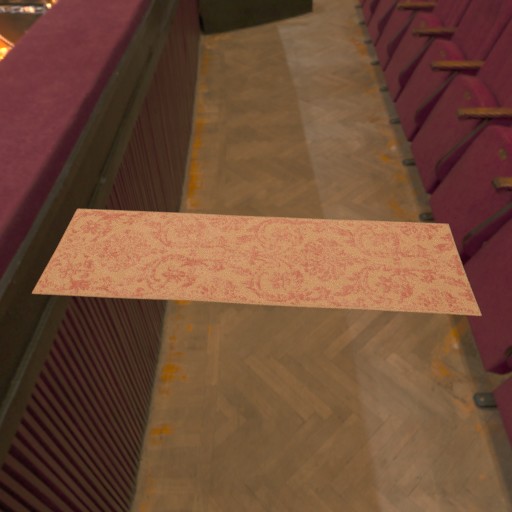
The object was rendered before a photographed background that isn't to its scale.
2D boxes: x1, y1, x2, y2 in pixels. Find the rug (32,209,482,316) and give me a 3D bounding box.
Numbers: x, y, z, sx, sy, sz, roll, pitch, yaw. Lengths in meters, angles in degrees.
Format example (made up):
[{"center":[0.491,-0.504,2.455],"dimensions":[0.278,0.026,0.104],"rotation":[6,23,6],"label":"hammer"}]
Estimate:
[{"center":[0.000,0.000,2.388],"dimensions":[2.196,0.011,0.662],"rotation":[3,46,3],"label":"rug"}]
